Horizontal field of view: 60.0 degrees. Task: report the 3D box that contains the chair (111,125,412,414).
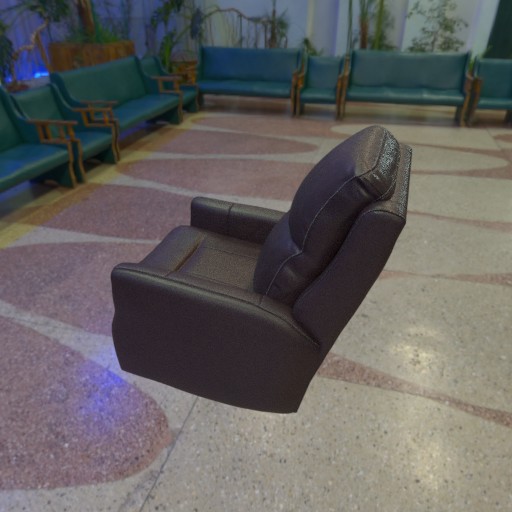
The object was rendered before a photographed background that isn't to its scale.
[{"bbox_3d":[0.000,0.000,1.820,1.080,1.030,0.829,10,32,16],"label":"chair"}]
